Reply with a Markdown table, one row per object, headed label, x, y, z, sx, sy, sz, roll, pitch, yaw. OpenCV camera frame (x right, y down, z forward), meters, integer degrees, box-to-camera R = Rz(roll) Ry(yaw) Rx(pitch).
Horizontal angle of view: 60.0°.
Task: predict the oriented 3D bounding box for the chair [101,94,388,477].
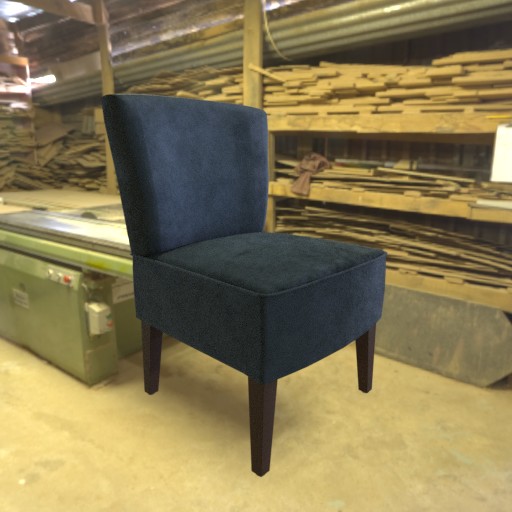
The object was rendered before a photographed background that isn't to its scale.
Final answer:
| label | x | y | z | sx | sy | sz | roll | pitch | yaw |
| --- | --- | --- | --- | --- | --- | --- | --- | --- | --- |
| chair | 0.000 | 0.000 | 1.150 | 0.551 | 0.806 | 0.521 | 12 | 18 | 41 |
